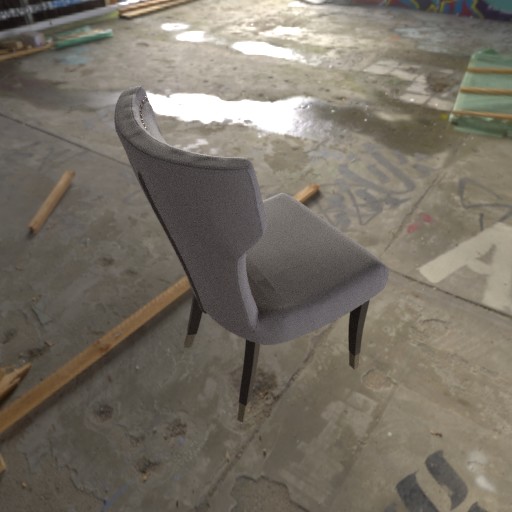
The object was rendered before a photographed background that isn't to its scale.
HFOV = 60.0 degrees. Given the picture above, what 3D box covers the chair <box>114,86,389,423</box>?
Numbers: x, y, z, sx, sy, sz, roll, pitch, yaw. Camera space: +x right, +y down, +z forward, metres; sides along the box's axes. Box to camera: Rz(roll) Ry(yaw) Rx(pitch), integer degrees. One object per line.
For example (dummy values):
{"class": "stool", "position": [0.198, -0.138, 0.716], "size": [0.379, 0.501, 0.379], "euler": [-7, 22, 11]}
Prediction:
{"class": "chair", "position": [0.000, 0.000, 1.315], "size": [0.630, 0.950, 0.526], "euler": [-25, 47, -26]}
